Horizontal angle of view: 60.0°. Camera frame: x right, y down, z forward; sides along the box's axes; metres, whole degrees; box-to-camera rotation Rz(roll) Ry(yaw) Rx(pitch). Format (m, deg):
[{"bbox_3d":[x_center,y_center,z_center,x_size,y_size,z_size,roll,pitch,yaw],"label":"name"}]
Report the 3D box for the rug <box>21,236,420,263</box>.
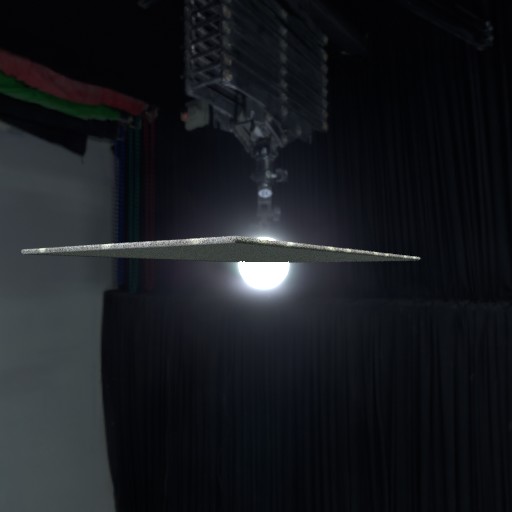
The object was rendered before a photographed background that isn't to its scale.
[{"bbox_3d":[0.000,0.000,2.941,1.501,0.025,2.348,-2,-3,35],"label":"rug"}]
